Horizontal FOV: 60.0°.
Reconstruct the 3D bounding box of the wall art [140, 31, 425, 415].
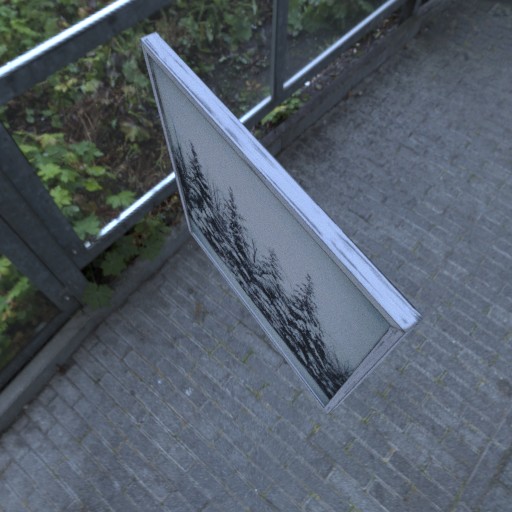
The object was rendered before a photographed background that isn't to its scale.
[{"bbox_3d":[0.000,0.000,1.096,0.037,0.761,0.761,-32,67,-16],"label":"wall art"}]
